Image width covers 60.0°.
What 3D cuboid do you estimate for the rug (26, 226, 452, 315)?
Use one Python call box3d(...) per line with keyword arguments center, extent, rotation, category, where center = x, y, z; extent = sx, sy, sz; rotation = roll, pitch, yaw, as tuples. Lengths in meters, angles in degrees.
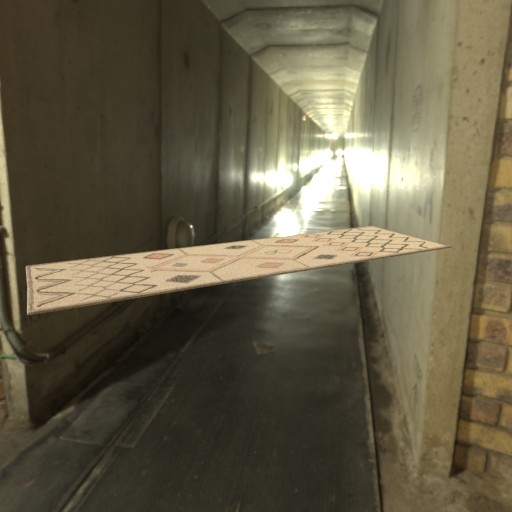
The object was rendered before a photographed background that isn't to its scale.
box3d(center=(0.000, 0.000, 2.628), extent=(2.435, 0.011, 0.750), rotation=(-8, 17, -26), category="rug")
